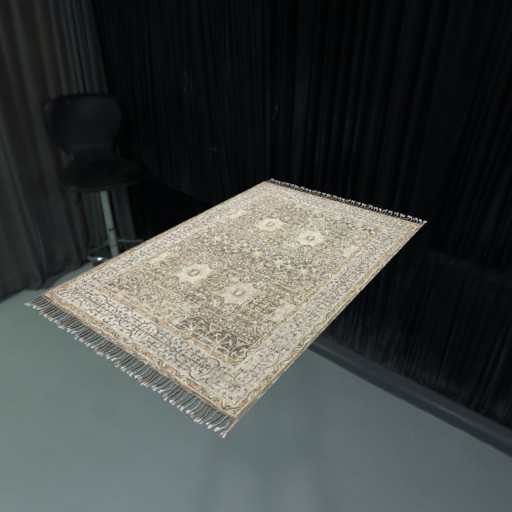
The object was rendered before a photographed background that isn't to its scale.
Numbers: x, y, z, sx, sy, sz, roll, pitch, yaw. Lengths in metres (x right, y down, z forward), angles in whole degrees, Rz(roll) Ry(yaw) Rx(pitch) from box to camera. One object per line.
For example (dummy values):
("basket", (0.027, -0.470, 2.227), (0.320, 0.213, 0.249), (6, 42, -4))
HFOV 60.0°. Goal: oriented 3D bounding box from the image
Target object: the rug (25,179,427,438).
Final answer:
("rug", (0.000, 0.000, 2.479), (1.237, 0.010, 2.029), (21, 37, 31))
